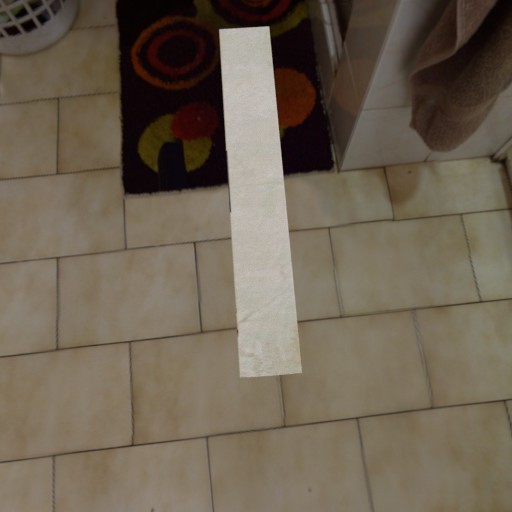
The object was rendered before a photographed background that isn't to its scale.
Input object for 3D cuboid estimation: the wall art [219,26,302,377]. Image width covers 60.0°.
[{"bbox_3d":[0.000,0.000,0.485,0.038,0.381,0.254,-4,75,-1],"label":"wall art"}]
